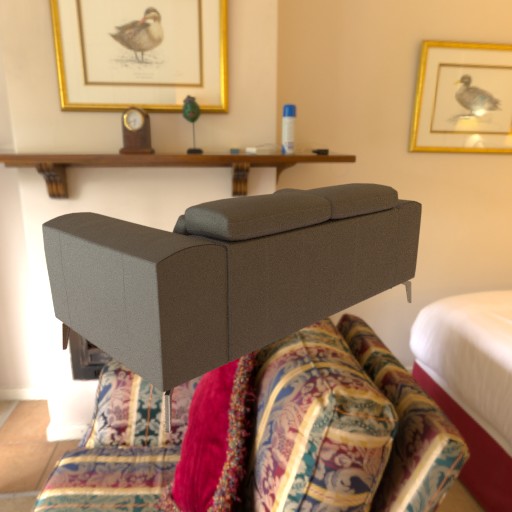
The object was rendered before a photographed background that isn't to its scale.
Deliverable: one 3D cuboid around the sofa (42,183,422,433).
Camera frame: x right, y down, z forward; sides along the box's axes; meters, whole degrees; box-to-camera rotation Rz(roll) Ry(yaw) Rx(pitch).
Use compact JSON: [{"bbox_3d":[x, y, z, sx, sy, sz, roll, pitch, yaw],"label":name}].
[{"bbox_3d":[0.000,0.000,2.430,1.895,0.779,1.003,-14,20,-43],"label":"sofa"}]
